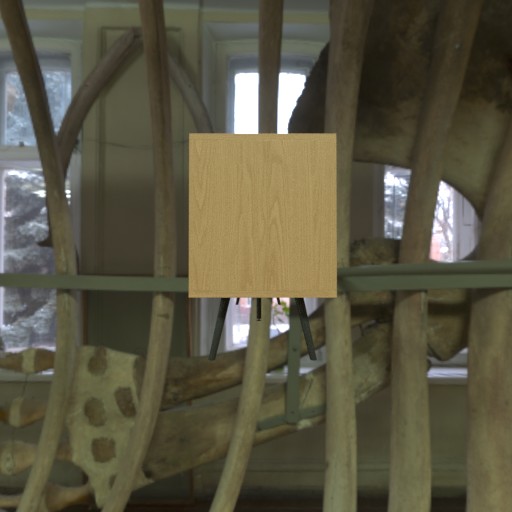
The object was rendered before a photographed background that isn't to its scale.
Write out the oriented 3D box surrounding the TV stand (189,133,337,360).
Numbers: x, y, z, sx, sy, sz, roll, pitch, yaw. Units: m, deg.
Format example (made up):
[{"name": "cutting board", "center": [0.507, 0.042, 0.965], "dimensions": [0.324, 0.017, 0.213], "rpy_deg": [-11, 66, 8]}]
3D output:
[{"name": "TV stand", "center": [0.000, 0.000, 1.989], "dimensions": [0.400, 0.580, 1.760], "rpy_deg": [0, -1, 0]}]
